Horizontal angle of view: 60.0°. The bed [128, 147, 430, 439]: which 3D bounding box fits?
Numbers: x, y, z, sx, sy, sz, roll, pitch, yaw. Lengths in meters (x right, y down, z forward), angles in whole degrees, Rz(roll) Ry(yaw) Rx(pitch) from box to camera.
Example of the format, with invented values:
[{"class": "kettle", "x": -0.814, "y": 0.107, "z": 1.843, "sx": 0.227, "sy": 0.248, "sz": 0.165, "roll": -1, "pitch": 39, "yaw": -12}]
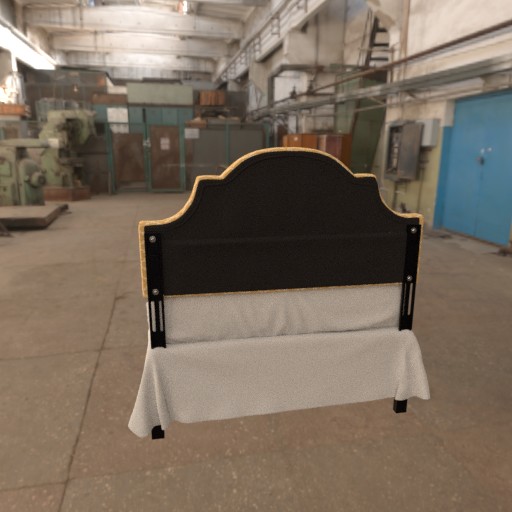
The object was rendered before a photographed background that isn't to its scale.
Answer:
[{"class": "bed", "x": 0.000, "y": 0.000, "z": 3.409, "sx": 1.780, "sy": 1.633, "sz": 2.222, "roll": -2, "pitch": 14, "yaw": -10}]
